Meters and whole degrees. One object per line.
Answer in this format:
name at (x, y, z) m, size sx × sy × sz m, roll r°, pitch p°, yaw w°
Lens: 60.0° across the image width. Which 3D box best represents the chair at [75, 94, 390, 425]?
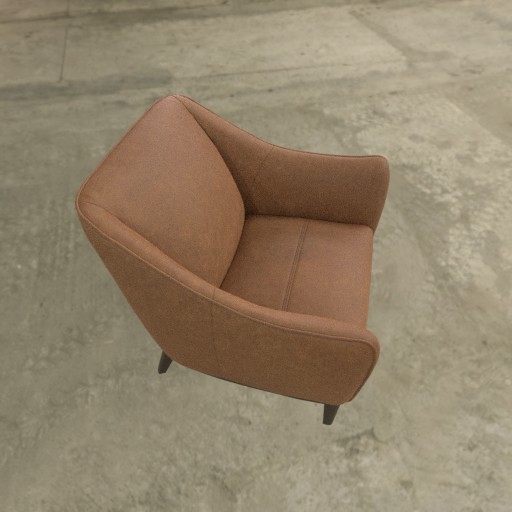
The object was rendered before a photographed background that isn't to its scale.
chair at (0.000, 0.000, 1.566) m, size 0.852 × 0.830 × 0.871 m, roll 10°, pitch 46°, yaw 10°
